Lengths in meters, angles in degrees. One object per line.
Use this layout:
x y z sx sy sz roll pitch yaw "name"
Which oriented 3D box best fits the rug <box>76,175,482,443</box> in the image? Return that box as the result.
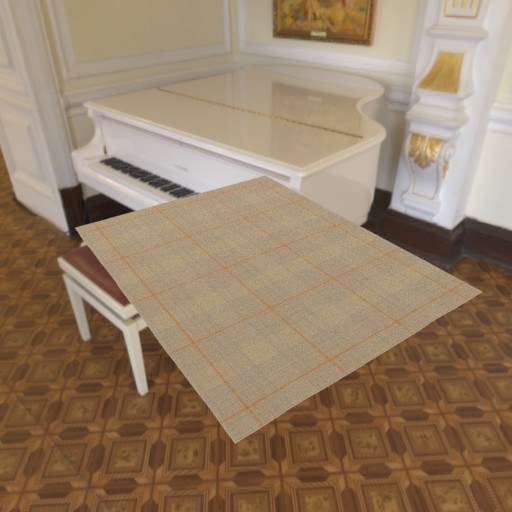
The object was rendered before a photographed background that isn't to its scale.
0.000 0.000 4.130 2.448 0.021 3.051 -21 38 -29 "rug"
